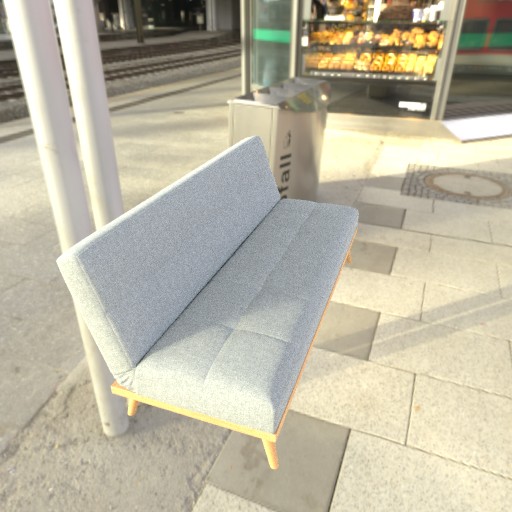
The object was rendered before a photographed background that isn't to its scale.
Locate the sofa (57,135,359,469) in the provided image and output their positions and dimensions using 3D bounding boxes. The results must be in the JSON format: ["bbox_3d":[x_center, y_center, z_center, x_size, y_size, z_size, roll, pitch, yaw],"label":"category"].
[{"bbox_3d":[0.000,0.000,2.273,0.800,0.800,1.820,10,30,18],"label":"sofa"}]
